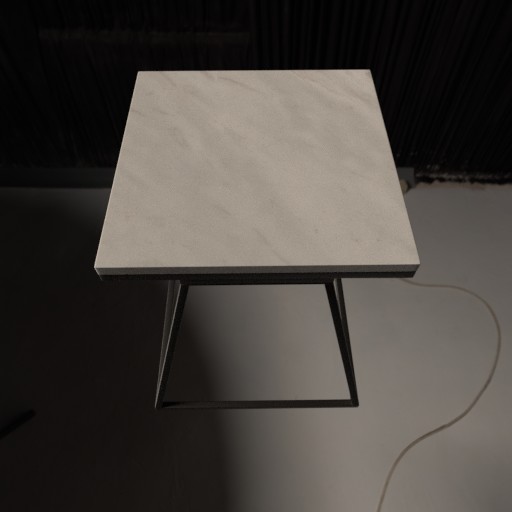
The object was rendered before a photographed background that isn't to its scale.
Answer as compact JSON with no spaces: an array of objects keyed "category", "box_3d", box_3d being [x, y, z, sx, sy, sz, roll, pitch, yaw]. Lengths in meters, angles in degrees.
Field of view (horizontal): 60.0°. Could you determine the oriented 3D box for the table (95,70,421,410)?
[{"category":"table","box_3d":[0.000,0.000,0.892,0.455,0.559,0.455,-1,56,0]}]
